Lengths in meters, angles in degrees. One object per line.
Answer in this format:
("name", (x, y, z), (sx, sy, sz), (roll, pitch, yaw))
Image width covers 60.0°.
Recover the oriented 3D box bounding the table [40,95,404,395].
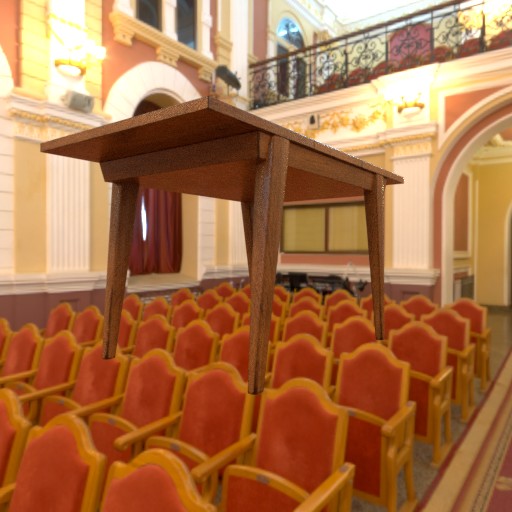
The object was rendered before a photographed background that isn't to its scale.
("table", (0.000, 0.000, 1.821), (0.757, 0.760, 1.400), (0, 1, 36))
